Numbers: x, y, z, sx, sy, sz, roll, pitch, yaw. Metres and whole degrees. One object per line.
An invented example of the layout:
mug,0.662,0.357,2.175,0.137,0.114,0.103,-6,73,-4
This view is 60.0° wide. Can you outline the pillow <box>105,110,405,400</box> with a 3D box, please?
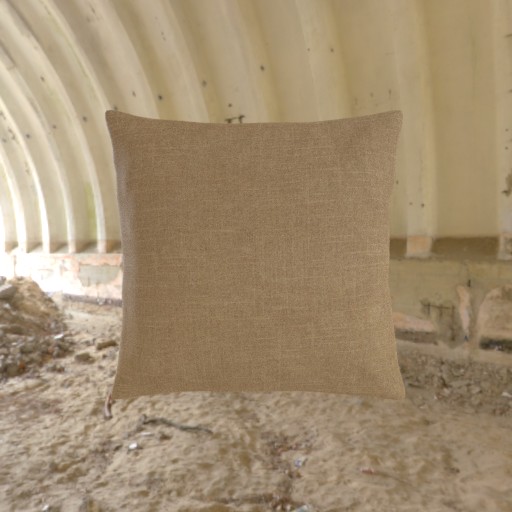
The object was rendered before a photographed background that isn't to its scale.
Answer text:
pillow,0.000,0.000,0.775,0.523,0.506,0.166,0,0,0
